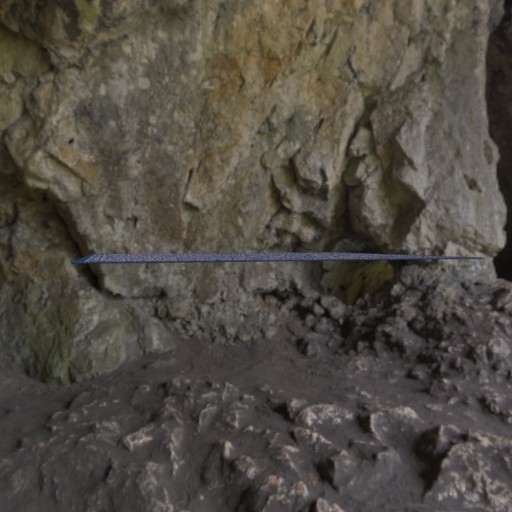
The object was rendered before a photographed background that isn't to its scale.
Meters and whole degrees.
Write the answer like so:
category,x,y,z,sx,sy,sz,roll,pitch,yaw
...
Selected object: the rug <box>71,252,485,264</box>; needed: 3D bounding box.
category,x,y,z,sx,sy,sz,roll,pitch,yaw
rug,0.000,0.000,4.199,3.048,0.010,2.438,0,2,-18
